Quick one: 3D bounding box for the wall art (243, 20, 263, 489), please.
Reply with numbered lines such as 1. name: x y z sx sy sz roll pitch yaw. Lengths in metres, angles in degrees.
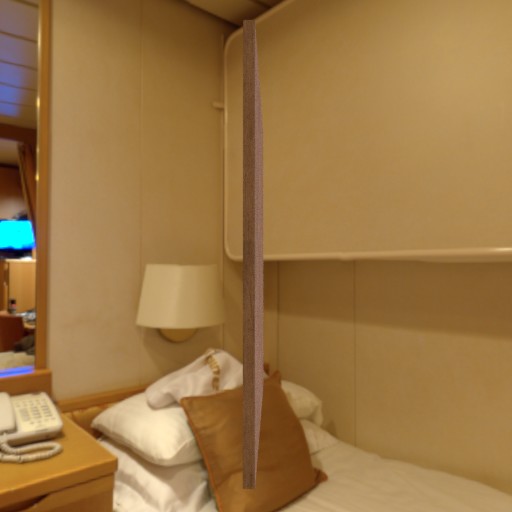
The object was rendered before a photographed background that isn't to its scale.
1. wall art: 0.000 0.000 0.915 0.018 0.686 0.534 0 -1 2
